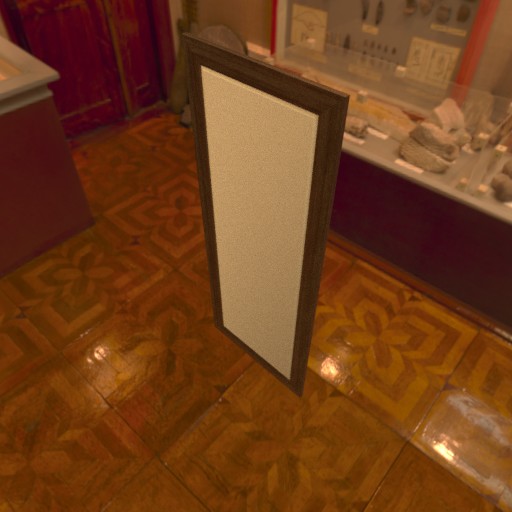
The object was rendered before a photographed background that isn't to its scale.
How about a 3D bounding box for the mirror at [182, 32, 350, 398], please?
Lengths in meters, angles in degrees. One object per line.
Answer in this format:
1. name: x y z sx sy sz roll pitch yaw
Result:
1. mirror: 0.000 0.000 2.341 0.812 2.032 0.025 34 55 29
